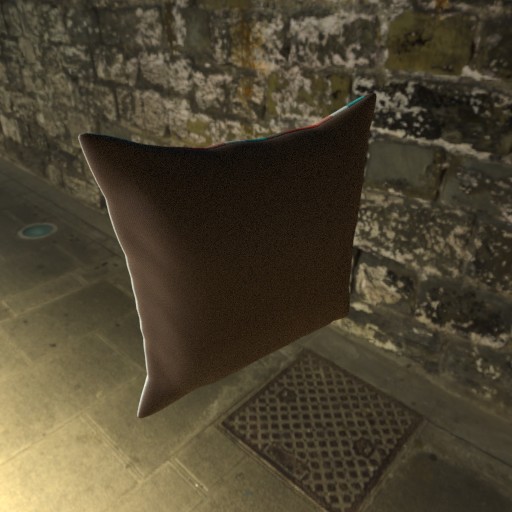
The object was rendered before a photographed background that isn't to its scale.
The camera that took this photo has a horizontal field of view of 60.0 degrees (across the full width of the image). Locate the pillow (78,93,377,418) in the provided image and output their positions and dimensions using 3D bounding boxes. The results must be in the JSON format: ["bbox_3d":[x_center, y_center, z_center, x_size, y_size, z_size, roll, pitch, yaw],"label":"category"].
[{"bbox_3d":[0.000,0.000,0.690,0.453,0.443,0.168,-19,35,-29],"label":"pillow"}]
